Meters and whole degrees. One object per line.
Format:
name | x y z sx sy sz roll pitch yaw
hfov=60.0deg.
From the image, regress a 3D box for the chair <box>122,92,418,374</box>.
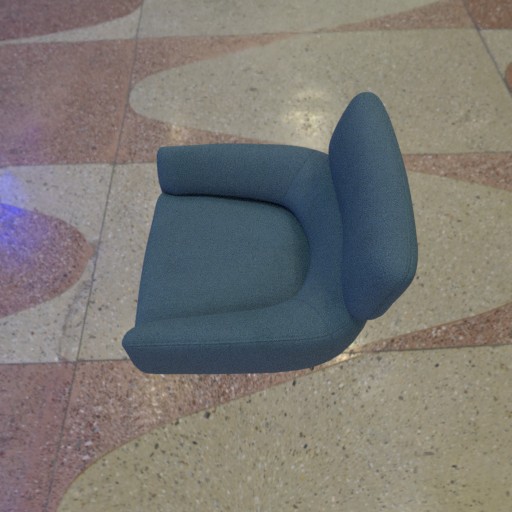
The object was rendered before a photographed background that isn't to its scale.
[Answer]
chair | 0.000 0.000 1.415 0.761 0.813 0.738 1 57 0
